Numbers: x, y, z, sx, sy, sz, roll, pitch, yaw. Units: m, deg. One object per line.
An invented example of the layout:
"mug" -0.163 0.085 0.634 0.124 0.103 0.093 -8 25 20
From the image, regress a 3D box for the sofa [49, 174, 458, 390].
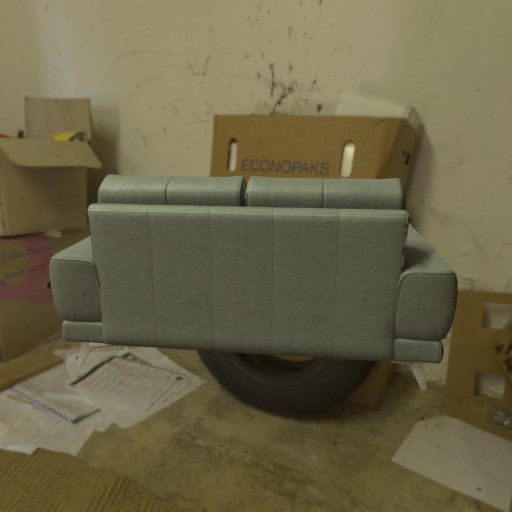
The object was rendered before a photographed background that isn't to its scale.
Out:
"sofa" 0.000 0.000 2.370 1.806 0.907 1.018 2 16 7
